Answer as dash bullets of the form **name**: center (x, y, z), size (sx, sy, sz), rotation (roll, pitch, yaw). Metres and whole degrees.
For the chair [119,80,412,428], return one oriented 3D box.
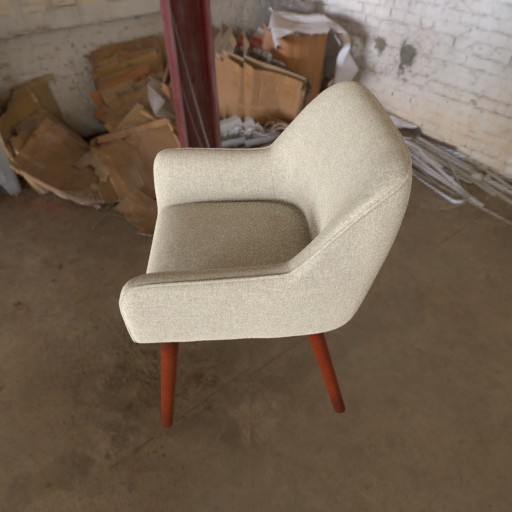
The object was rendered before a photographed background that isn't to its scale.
- **chair**: center (0.000, 0.000, 1.238), size (0.610, 0.813, 0.610), rotation (-2, 41, -2)
